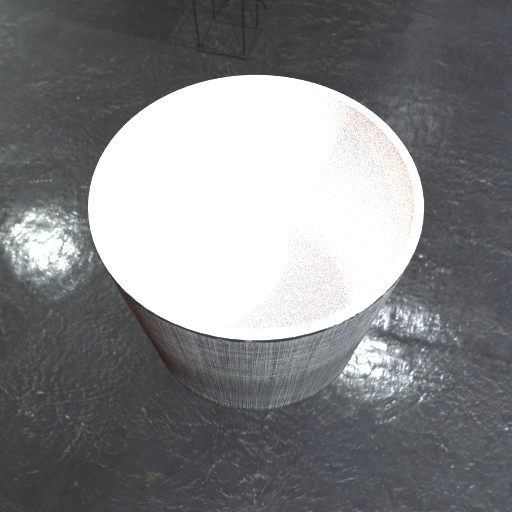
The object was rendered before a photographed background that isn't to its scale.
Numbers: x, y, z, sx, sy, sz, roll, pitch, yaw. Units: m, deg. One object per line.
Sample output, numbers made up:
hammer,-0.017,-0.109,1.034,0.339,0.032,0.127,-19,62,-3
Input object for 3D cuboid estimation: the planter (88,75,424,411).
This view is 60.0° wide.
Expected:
planter,0.000,0.000,0.435,0.254,0.221,0.254,0,59,0
